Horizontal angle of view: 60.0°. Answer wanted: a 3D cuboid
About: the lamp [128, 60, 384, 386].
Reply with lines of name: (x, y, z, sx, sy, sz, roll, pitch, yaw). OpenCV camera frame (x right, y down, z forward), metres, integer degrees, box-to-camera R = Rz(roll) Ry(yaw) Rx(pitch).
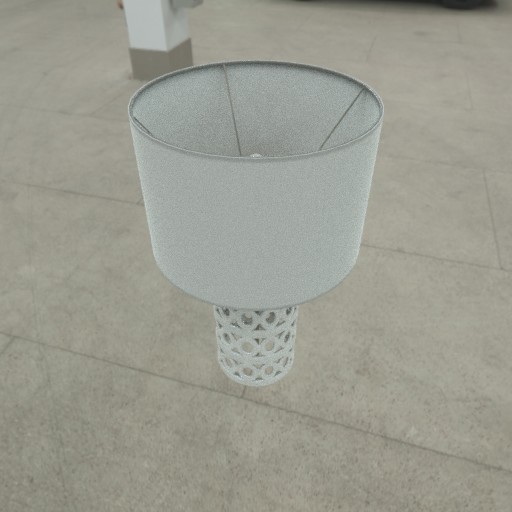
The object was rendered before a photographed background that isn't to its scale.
lamp: (0.000, 0.000, 0.702, 0.310, 0.502, 0.310, 0, 40, 0)
